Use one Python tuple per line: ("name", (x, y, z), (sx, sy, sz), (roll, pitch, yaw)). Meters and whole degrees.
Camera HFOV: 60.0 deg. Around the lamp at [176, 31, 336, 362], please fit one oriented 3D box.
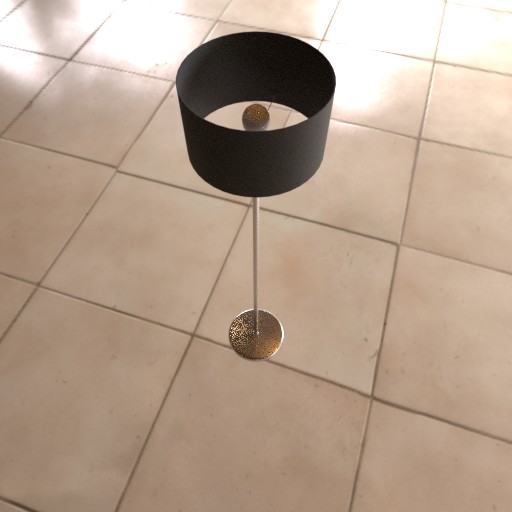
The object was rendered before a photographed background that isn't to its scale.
("lamp", (0.000, 0.000, 1.571), (0.348, 1.443, 0.348), (15, 59, 9))
